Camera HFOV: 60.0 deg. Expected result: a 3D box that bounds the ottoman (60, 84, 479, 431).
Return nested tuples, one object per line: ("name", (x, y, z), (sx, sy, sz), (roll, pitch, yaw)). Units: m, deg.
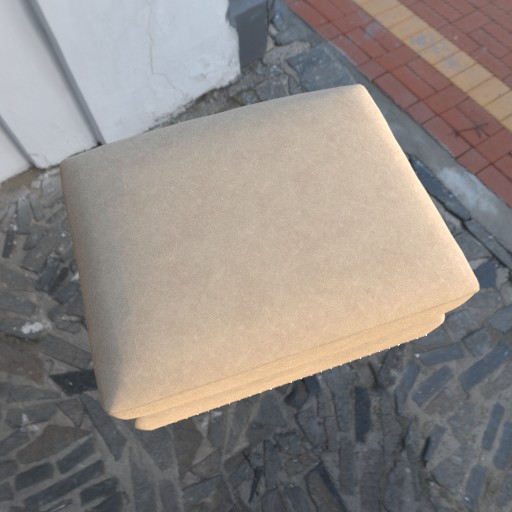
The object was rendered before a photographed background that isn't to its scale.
("ottoman", (0.000, 0.000, 1.072), (0.741, 0.513, 0.584), (-17, 66, -8))
